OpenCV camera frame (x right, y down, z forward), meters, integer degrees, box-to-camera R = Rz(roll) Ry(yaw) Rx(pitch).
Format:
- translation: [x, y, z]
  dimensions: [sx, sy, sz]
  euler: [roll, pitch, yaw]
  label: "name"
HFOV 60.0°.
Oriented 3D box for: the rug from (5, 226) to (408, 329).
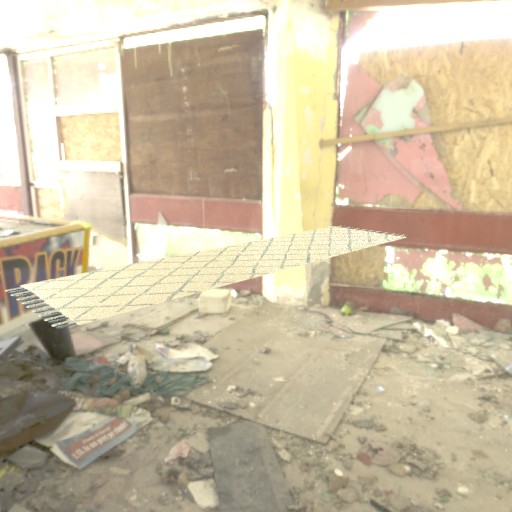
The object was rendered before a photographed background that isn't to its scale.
- translation: [0.000, 0.000, 2.452]
  dimensions: [2.372, 0.008, 0.620]
  euler: [-13, 18, -43]
  label: "rug"
